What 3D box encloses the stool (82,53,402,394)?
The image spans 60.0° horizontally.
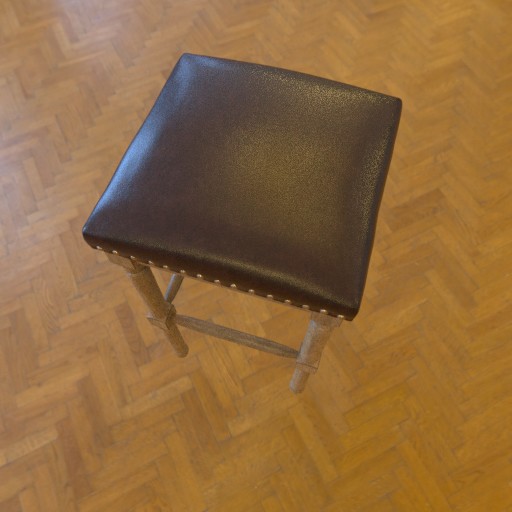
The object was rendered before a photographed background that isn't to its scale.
[{"bbox_3d":[0.000,0.000,0.916,0.383,0.702,0.382,15,63,8],"label":"stool"}]
